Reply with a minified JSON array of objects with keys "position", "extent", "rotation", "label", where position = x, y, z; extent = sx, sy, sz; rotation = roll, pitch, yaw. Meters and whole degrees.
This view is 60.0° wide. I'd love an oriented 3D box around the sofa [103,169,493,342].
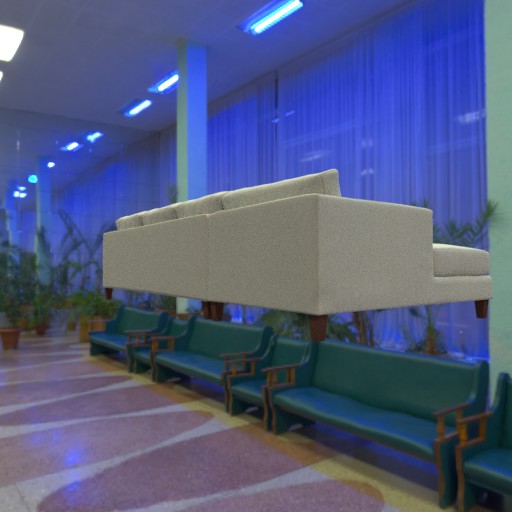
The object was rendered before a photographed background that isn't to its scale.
[{"position":[0.000,0.000,3.776],"extent":[1.625,0.861,3.186],"rotation":[1,-1,-36],"label":"sofa"}]
